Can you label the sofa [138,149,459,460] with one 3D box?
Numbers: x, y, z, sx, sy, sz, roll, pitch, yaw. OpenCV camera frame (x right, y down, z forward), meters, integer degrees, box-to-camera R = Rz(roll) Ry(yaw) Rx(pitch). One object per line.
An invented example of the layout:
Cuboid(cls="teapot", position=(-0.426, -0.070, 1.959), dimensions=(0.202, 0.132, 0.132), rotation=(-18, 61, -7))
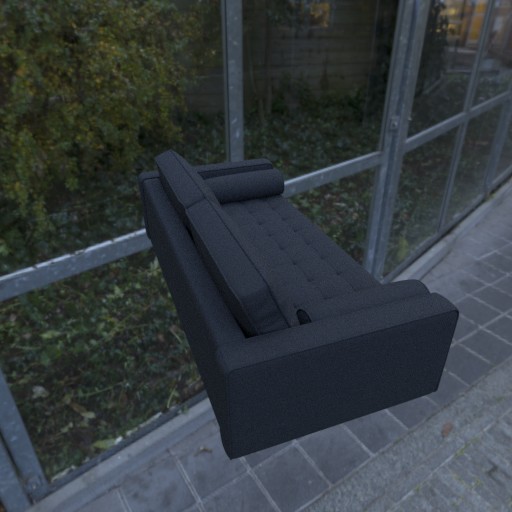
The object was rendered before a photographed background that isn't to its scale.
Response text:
Cuboid(cls="sofa", position=(0.000, 0.000, 2.302), dimensions=(0.914, 0.759, 1.875), rotation=(-11, 32, -18))
